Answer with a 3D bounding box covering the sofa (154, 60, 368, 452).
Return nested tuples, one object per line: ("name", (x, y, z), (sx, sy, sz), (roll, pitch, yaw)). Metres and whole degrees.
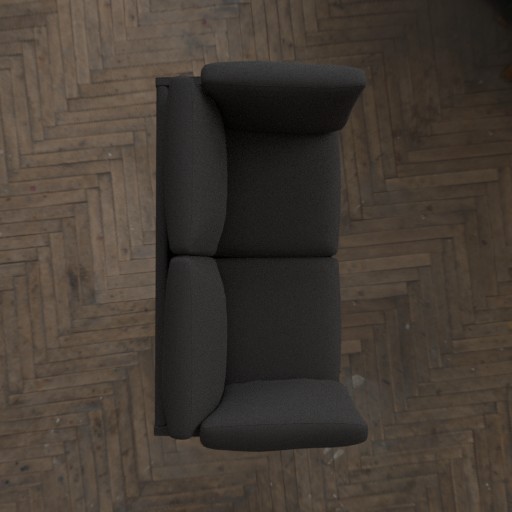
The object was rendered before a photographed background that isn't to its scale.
("sofa", (0.000, 0.000, 2.327), (0.969, 0.920, 1.751), (0, 89, -1))
